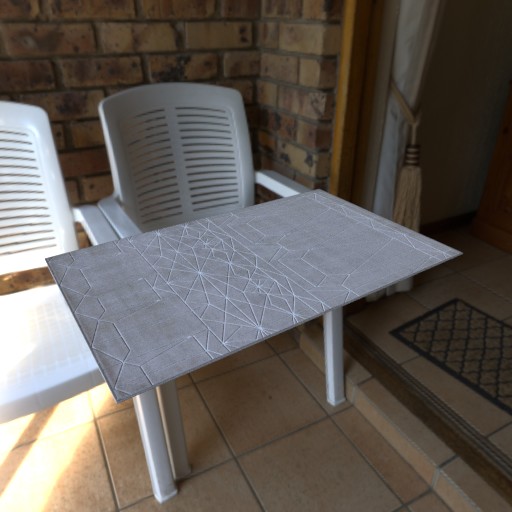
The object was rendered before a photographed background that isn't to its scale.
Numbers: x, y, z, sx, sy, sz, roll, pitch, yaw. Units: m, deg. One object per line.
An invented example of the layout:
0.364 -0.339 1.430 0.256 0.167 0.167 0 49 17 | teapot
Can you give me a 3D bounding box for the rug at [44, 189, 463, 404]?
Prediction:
0.000 0.000 3.040 2.438 0.012 1.524 -18 33 -29 | rug
